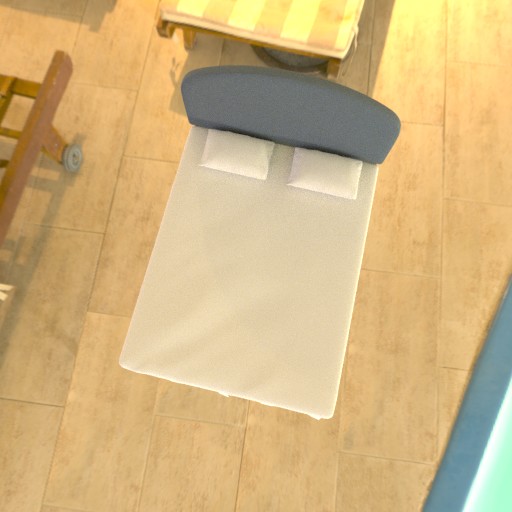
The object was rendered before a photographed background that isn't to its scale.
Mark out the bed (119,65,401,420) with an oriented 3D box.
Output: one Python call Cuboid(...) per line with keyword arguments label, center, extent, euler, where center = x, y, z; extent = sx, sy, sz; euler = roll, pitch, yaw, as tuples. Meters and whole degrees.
Cuboid(label="bed", center=(0.000, 0.000, 3.103), extent=(1.607, 1.410, 2.005), euler=(13, 76, 3))
